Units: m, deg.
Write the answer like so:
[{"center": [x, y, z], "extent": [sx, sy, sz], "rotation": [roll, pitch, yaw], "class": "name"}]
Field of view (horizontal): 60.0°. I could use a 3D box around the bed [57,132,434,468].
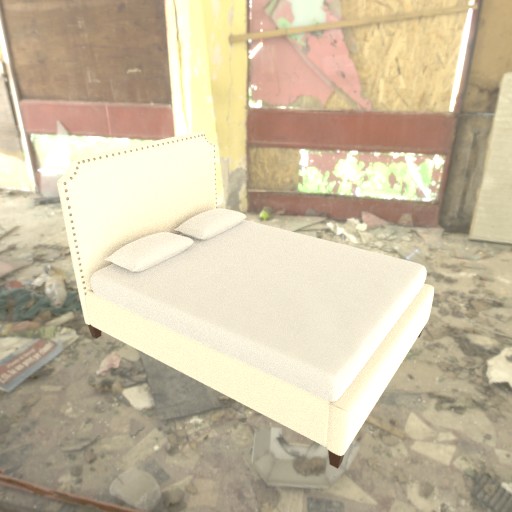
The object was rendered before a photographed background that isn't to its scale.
[{"center": [0.000, 0.000, 3.461], "extent": [2.372, 1.497, 1.712], "rotation": [17, 30, 31], "class": "bed"}]
